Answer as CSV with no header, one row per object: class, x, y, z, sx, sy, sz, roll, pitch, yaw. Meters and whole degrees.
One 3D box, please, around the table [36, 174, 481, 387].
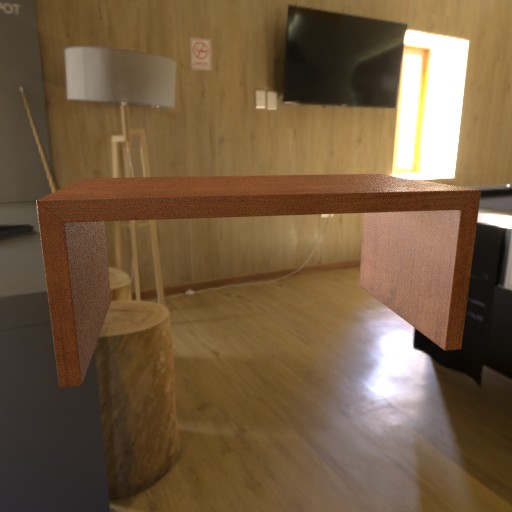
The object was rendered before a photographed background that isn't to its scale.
table,0.000,0.000,1.288,1.000,0.419,0.549,-3,15,-11
